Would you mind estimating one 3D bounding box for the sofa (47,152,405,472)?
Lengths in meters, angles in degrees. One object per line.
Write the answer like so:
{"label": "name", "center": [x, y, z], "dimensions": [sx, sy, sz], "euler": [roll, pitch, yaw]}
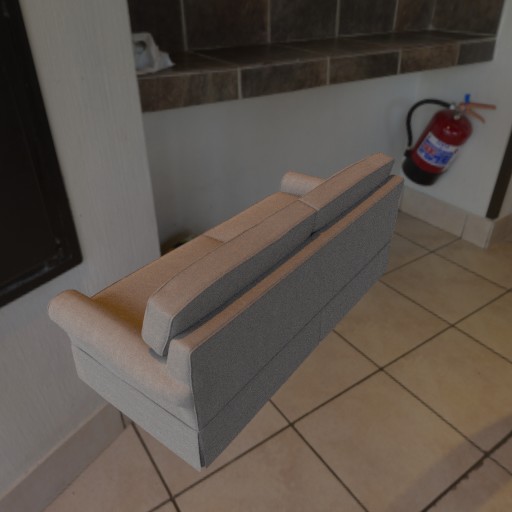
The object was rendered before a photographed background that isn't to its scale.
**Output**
{"label": "sofa", "center": [0.000, 0.000, 2.742], "dimensions": [0.991, 0.943, 2.248], "euler": [22, 38, 31]}
